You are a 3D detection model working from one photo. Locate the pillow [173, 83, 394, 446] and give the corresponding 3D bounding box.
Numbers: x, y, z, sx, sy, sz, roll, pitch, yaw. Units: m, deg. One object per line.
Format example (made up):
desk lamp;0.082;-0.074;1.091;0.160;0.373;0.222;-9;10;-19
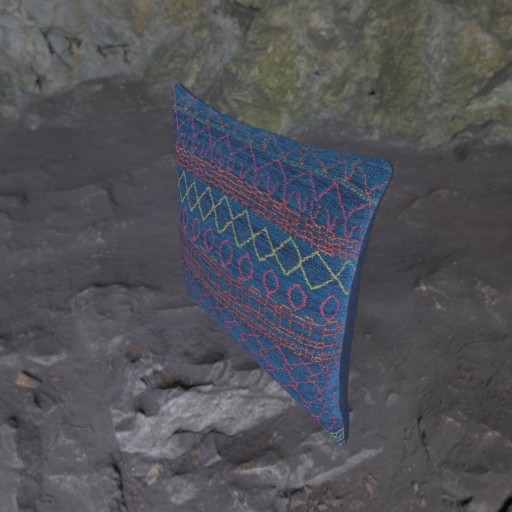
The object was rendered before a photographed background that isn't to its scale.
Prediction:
pillow;0.000;0.000;0.668;0.141;0.431;0.431;-21;38;-30
